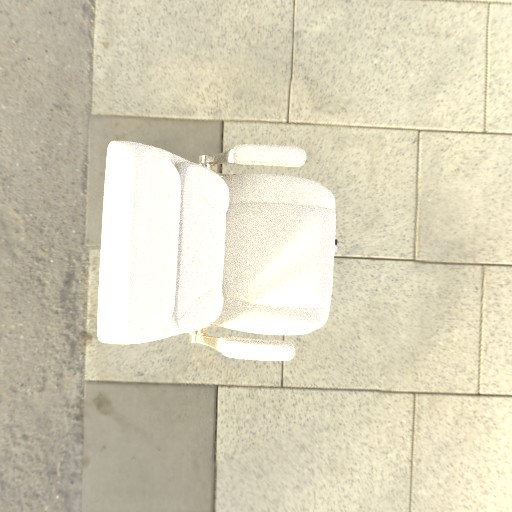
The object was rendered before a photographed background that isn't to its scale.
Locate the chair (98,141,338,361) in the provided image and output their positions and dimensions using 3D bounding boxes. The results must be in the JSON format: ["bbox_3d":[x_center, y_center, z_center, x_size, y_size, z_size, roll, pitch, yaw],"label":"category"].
[{"bbox_3d":[0.000,0.000,1.615,0.794,1.110,0.740,0,90,-1],"label":"chair"}]
